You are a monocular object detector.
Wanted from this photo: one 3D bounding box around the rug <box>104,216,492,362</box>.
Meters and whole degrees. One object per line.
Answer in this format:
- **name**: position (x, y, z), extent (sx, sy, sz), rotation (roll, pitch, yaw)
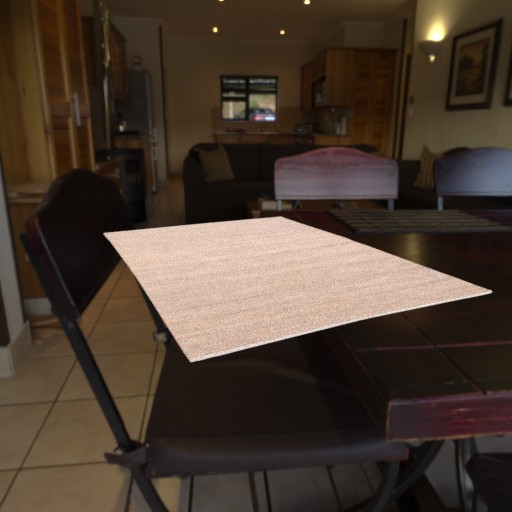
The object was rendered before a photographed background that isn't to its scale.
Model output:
- **rug**: position (0.000, 0.000, 2.910), extent (1.624, 0.030, 2.264), rotation (-8, 18, -25)
